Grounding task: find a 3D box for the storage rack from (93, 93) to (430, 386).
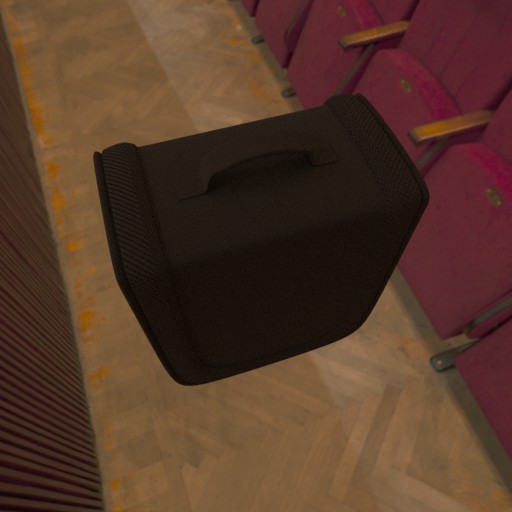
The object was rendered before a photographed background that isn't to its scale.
[{"bbox_3d":[0.000,0.000,0.561,0.297,0.387,0.168,-16,59,-10],"label":"storage rack"}]
